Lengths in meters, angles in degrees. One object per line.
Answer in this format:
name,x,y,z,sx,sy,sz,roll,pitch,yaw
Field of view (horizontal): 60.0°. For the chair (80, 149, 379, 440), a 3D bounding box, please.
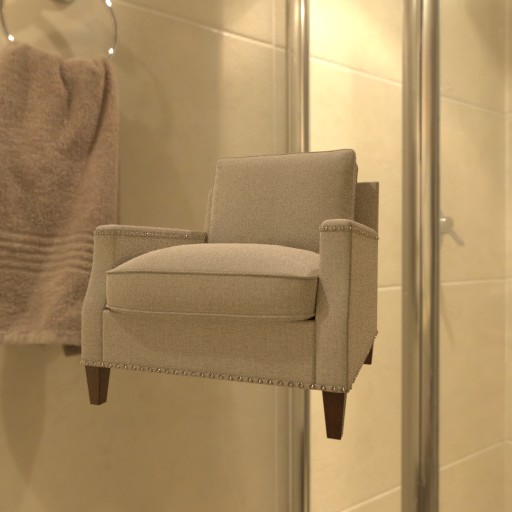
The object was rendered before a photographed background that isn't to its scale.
chair,0.000,0.000,1.709,0.853,0.943,1.014,0,1,20
